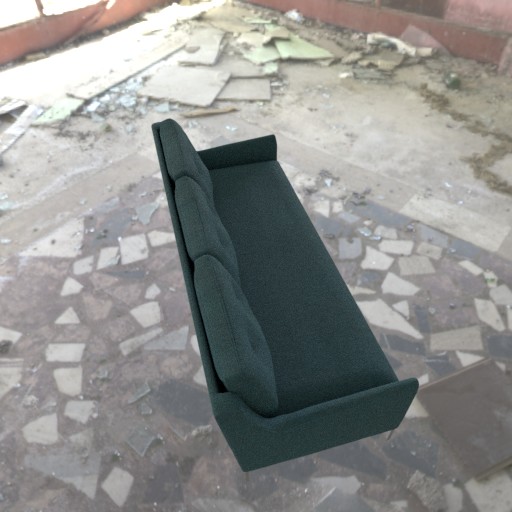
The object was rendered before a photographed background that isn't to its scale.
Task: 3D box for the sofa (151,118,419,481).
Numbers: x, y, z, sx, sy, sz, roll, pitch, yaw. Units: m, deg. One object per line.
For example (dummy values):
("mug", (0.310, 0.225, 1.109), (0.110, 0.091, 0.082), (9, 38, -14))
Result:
("sofa", (0.000, 0.000, 2.488), (0.849, 0.837, 2.060), (-11, 47, -11))
